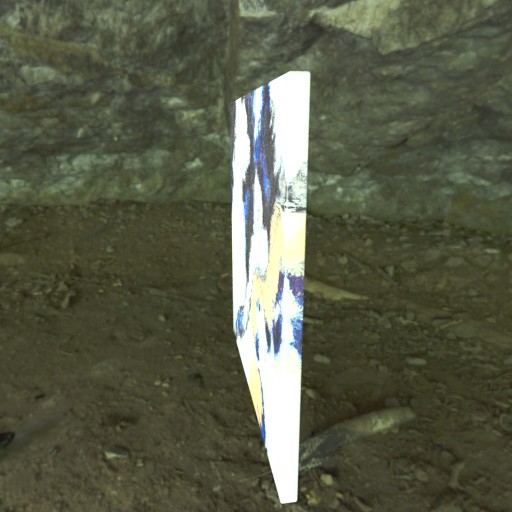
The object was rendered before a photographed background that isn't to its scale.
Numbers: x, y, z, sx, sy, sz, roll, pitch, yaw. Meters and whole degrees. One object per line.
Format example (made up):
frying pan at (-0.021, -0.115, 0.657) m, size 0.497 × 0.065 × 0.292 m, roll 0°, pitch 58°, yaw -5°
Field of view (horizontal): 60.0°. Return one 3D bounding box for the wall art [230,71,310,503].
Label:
wall art at (0.000, 0.000, 1.277) m, size 0.038 × 0.885 × 0.887 m, roll -3°, pitch 16°, yaw -9°
